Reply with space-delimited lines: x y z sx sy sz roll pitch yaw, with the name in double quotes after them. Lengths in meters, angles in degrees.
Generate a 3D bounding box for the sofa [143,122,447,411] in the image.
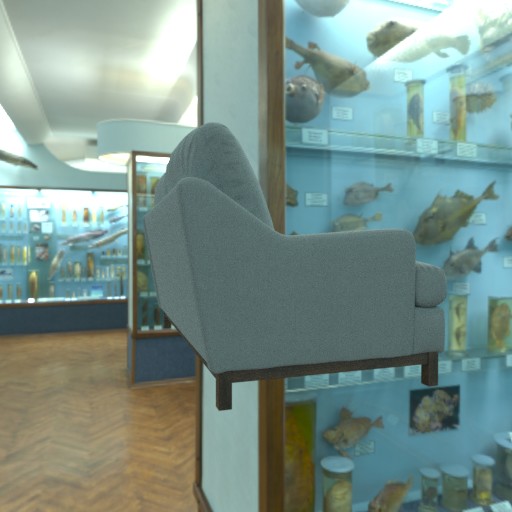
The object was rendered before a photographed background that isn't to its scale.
0.000 0.000 2.188 0.987 0.921 1.589 0 1 -18 "sofa"
